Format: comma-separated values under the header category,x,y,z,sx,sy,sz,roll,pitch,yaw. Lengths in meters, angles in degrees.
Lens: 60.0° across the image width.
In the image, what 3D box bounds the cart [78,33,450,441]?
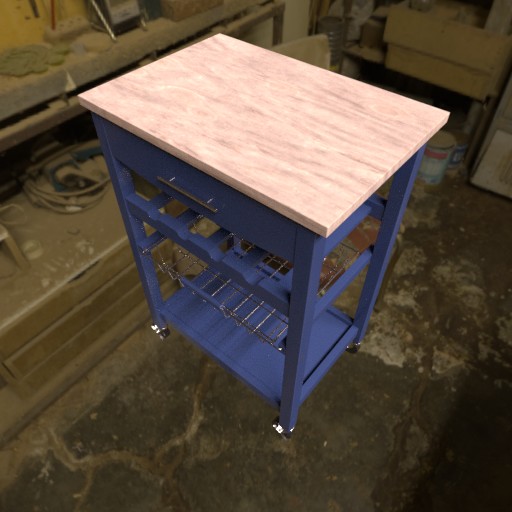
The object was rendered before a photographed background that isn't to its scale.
category,x,y,z,sx,sy,sz,roll,pitch,yaw
cart,0.000,0.000,1.135,0.584,0.839,0.403,32,55,26
